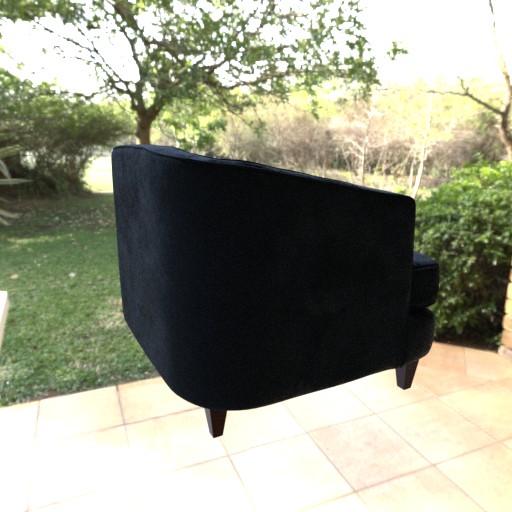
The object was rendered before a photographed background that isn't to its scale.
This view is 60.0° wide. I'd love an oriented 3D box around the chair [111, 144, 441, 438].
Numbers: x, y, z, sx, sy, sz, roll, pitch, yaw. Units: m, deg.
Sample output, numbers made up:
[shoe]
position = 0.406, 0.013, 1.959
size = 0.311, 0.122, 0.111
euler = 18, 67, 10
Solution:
[chair]
position = 0.000, 0.000, 1.735
size = 0.940, 0.852, 1.094
euler = -8, 17, -28
